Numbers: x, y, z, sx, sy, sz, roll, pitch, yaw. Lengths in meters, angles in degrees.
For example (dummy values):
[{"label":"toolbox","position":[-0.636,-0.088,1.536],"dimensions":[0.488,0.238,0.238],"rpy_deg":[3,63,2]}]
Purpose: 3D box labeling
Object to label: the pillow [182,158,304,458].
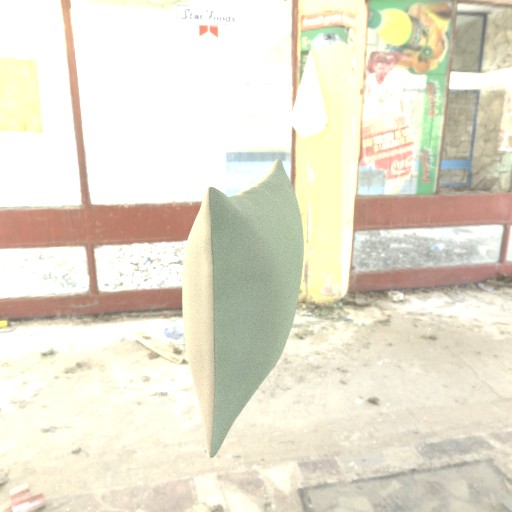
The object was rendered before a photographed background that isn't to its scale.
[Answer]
[{"label":"pillow","position":[0.000,0.000,0.715],"dimensions":[0.151,0.287,0.610],"rpy_deg":[2,15,8]}]
